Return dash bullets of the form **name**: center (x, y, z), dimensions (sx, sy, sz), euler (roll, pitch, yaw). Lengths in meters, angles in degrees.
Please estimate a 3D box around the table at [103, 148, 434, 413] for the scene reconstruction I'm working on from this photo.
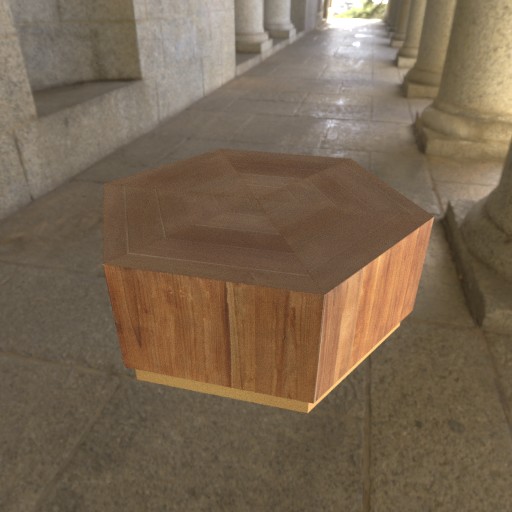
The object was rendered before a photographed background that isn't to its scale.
- **table**: center (0.000, 0.000, 1.630), dimensions (1.000, 0.456, 1.154), euler (-9, 32, -14)
